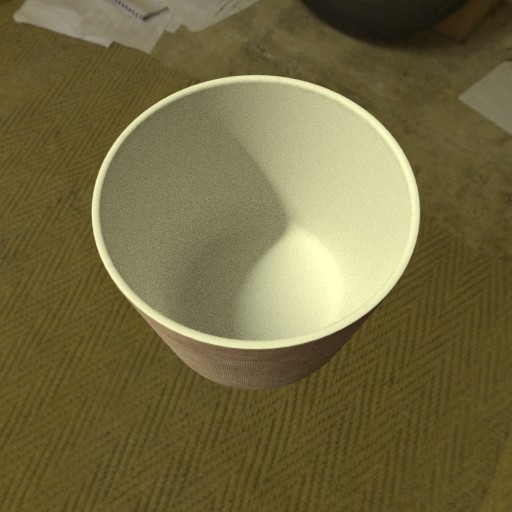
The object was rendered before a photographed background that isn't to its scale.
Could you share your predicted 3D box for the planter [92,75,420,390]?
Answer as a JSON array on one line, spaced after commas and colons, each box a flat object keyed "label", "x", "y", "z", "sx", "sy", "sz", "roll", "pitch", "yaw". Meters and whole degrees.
[{"label": "planter", "x": 0.000, "y": 0.000, "z": 0.777, "sx": 0.440, "sy": 0.398, "sz": 0.440, "roll": 0, "pitch": 63, "yaw": 0}]
